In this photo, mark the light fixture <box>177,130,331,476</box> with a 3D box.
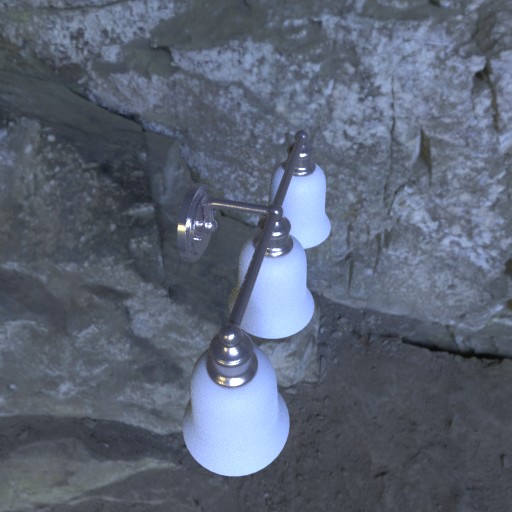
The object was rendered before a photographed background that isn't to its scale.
[{"bbox_3d":[0.000,0.000,0.682,0.198,0.211,0.570,10,45,10],"label":"light fixture"}]
